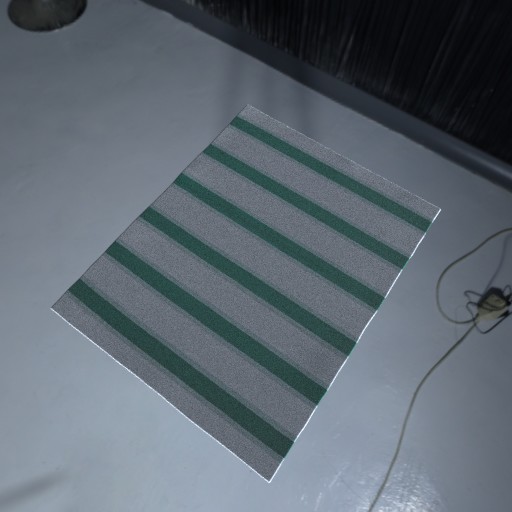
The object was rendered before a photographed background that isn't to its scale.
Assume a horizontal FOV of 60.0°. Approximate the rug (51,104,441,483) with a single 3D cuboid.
[{"bbox_3d":[0.000,0.000,4.255,2.434,0.019,3.041,33,68,15],"label":"rug"}]
